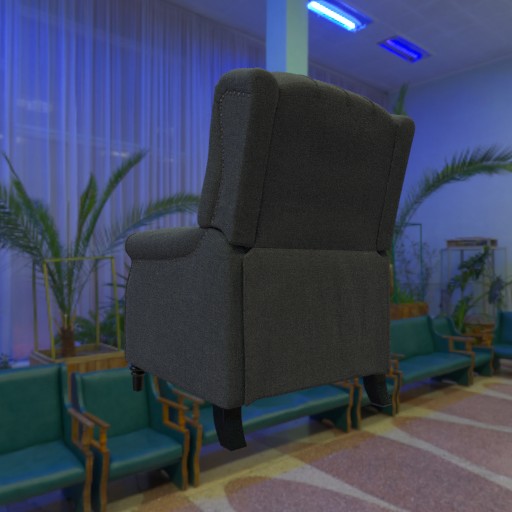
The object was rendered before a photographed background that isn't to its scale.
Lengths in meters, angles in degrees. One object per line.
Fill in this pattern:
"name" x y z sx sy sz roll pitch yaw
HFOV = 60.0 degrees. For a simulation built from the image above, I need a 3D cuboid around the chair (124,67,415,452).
"chair" 0.000 0.000 1.612 0.742 1.035 0.898 1 -2 -36
